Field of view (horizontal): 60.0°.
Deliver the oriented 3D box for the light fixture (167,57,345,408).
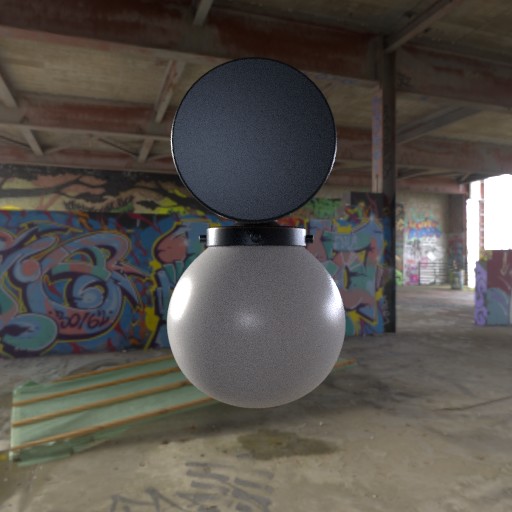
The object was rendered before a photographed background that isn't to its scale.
[{"bbox_3d":[0.000,0.000,0.483,0.197,0.332,0.230,0,0,1],"label":"light fixture"}]
